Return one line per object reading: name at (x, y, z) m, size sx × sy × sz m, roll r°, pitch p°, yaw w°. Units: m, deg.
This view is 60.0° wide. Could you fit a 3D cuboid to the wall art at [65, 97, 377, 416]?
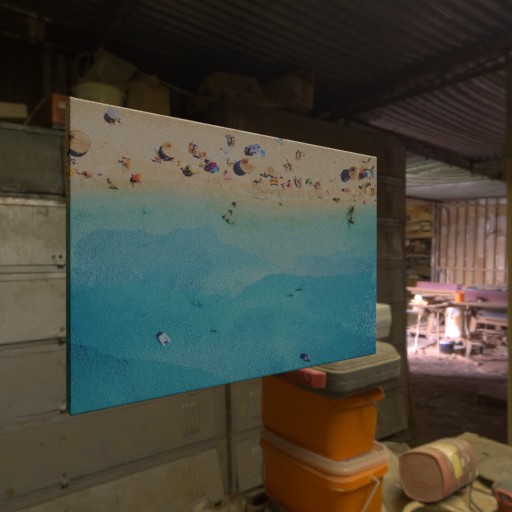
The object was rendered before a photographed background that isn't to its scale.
wall art at (0.000, 0.000, 1.415) m, size 1.136 × 0.769 × 0.040 m, roll 0°, pitch 0°, yaw -36°
